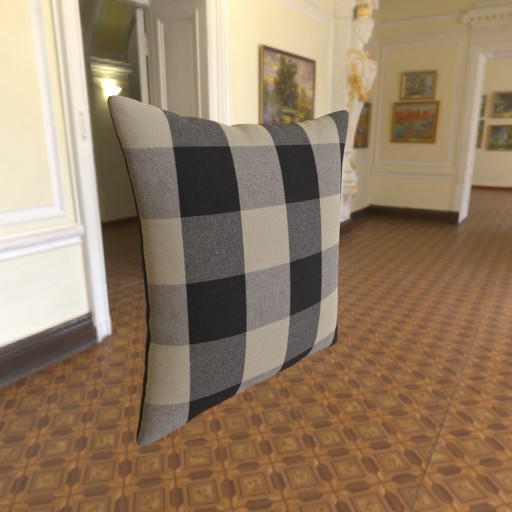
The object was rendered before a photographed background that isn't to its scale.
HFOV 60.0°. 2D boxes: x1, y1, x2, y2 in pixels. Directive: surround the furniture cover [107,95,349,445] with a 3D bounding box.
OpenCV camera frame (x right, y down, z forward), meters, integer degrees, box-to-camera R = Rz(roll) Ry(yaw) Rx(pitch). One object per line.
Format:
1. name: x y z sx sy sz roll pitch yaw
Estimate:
1. furniture cover: 0.000 0.000 0.784 0.511 0.509 0.161 -15 21 -43
